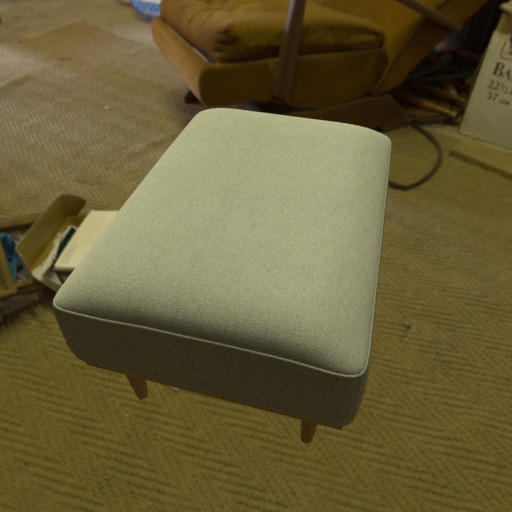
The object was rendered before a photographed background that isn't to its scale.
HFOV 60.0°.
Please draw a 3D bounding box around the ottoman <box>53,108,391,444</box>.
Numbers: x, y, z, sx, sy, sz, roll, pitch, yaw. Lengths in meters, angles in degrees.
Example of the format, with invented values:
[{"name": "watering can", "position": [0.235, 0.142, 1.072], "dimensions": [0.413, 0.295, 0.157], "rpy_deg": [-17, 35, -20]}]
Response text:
[{"name": "ottoman", "position": [0.000, 0.000, 1.049], "dimensions": [0.549, 0.428, 0.749], "rpy_deg": [11, 45, 11]}]
